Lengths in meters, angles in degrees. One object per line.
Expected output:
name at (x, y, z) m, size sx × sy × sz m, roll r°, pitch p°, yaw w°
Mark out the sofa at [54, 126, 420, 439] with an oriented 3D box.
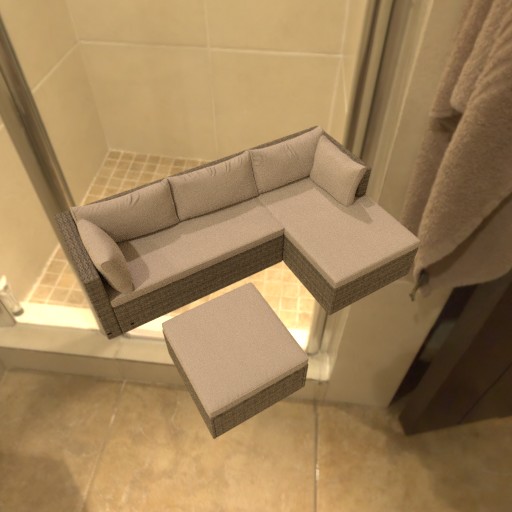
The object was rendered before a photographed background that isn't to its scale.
sofa at (0.000, 0.000, 3.065) m, size 2.192 × 0.766 × 1.662 m, roll -24°, pitch 52°, yaw -20°
